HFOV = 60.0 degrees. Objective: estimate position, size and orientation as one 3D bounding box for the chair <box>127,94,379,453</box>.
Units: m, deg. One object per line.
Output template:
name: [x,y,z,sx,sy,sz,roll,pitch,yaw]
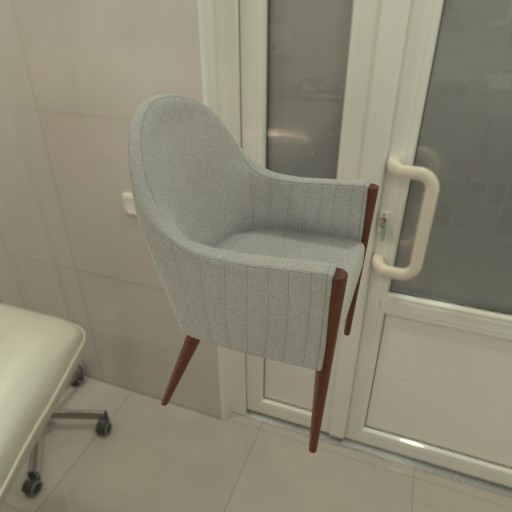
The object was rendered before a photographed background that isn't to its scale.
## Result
chair: [0.000,0.000,1.344,0.620,0.889,0.610,11,32,17]
